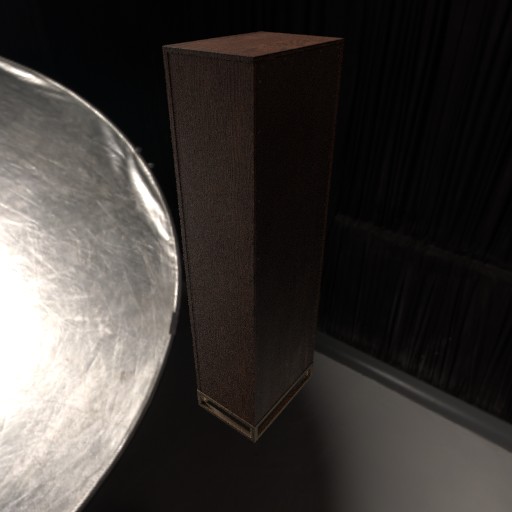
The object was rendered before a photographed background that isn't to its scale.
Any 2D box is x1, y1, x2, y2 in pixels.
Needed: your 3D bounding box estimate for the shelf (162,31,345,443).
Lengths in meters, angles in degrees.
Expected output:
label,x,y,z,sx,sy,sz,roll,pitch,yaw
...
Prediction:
label,x,y,z,sx,sy,sz,roll,pitch,yaw
shelf,0.000,0.000,1.975,0.395,1.732,0.539,22,39,31
